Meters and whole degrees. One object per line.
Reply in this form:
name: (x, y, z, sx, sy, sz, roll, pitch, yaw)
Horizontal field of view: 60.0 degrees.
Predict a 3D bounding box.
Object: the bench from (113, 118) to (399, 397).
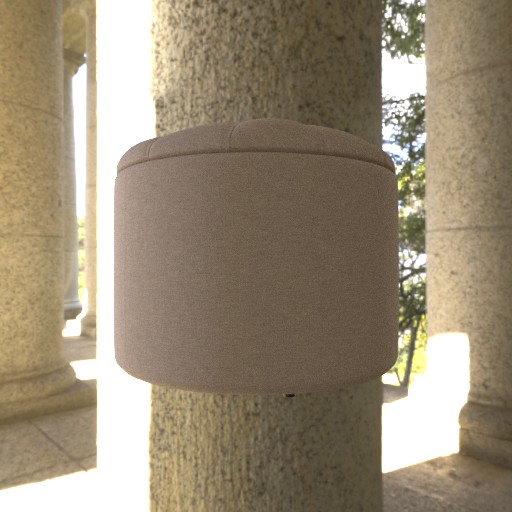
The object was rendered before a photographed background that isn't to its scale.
bench: (0.000, 0.000, 0.977, 0.600, 0.454, 0.600, 0, -1, 0)
